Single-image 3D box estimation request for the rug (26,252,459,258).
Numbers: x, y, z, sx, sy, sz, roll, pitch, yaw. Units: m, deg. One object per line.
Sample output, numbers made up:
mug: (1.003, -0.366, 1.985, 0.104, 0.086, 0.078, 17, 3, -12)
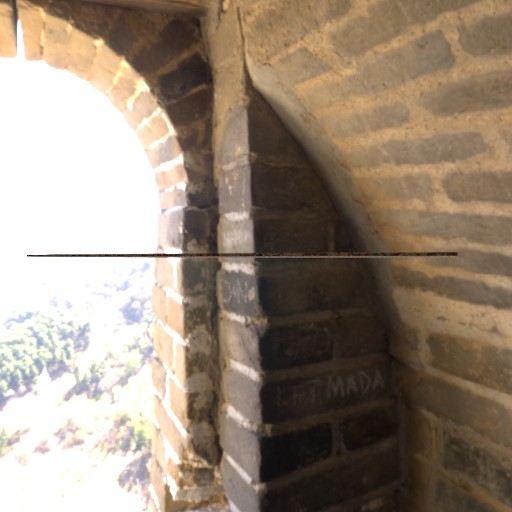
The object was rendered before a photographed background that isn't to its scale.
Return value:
rug: (0.000, 0.000, 2.919, 2.297, 0.018, 1.541, 0, 0, 19)
